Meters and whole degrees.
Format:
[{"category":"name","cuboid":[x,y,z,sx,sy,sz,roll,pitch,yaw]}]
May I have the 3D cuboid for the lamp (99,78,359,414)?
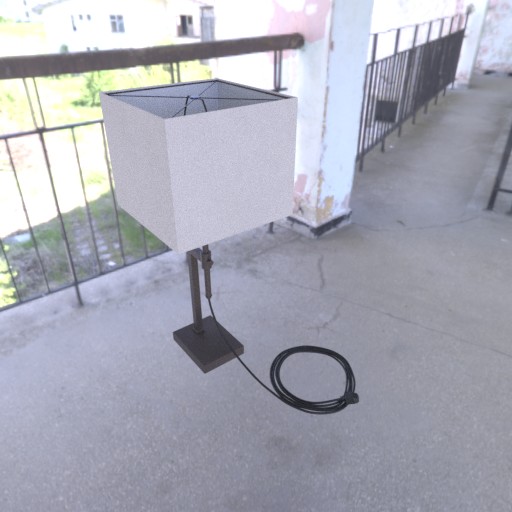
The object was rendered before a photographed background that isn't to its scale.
[{"category":"lamp","cuboid":[0.000,0.000,0.977,0.399,0.660,0.504,-21,37,-32]}]
